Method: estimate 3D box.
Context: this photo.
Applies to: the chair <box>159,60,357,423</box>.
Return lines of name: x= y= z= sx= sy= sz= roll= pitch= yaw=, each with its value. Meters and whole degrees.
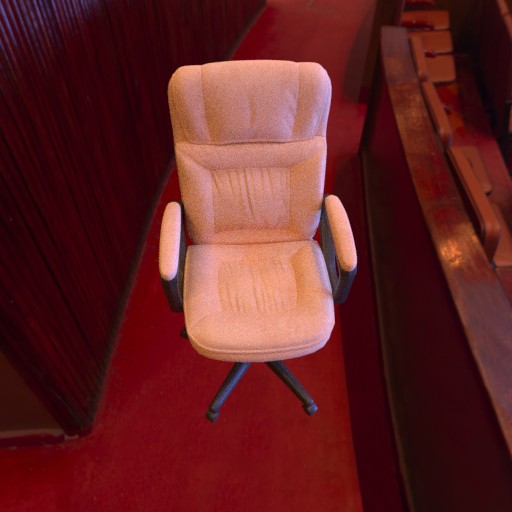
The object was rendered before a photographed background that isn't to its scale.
chair: x=0.000 y=0.000 z=1.560 sx=0.667 sy=1.105 sz=0.724 roll=-3 pitch=47 yaw=-3
